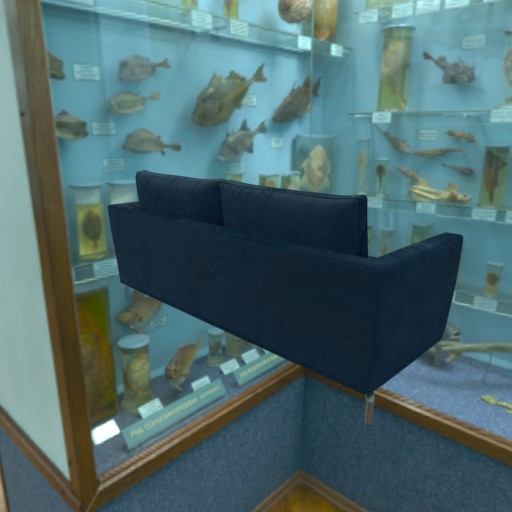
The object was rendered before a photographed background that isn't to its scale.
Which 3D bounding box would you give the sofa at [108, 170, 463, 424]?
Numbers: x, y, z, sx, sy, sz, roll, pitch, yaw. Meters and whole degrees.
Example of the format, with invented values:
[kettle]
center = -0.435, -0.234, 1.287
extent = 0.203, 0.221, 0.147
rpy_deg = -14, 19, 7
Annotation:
[sofa]
center = 0.000, 0.000, 2.813
extent = 2.212, 0.998, 0.853
rpy_deg = 15, 22, 43
